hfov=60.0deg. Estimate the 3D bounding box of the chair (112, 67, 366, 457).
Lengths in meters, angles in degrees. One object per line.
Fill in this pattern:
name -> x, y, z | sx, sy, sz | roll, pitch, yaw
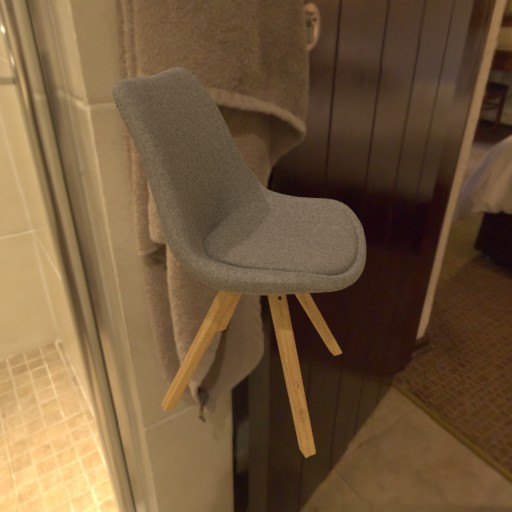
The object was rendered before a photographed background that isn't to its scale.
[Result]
chair -> 0.000, 0.000, 1.151 | 0.550, 0.865, 0.483 | 10, 31, 17
